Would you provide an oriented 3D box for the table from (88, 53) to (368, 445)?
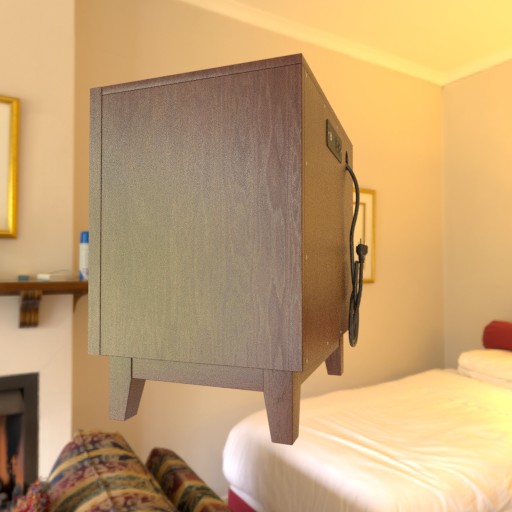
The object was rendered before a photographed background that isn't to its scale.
[{"bbox_3d":[0.000,0.000,0.994,0.449,0.609,0.557,0,-1,20],"label":"table"}]
